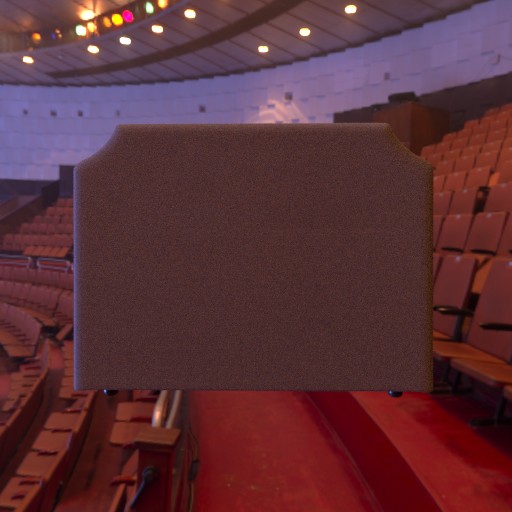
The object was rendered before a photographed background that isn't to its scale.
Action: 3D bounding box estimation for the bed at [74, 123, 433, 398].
[{"bbox_3d":[0.000,0.000,3.106,1.693,1.290,2.116,0,1,1],"label":"bed"}]
